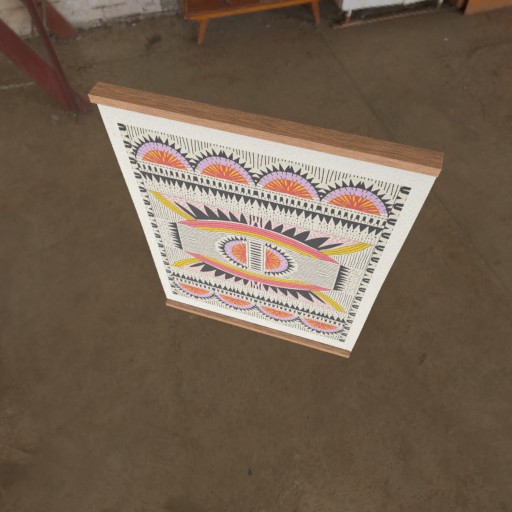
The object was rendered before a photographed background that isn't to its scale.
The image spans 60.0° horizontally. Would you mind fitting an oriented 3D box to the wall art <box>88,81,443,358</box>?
[{"bbox_3d":[0.000,0.000,0.806,0.456,0.609,0.028,15,58,9],"label":"wall art"}]
